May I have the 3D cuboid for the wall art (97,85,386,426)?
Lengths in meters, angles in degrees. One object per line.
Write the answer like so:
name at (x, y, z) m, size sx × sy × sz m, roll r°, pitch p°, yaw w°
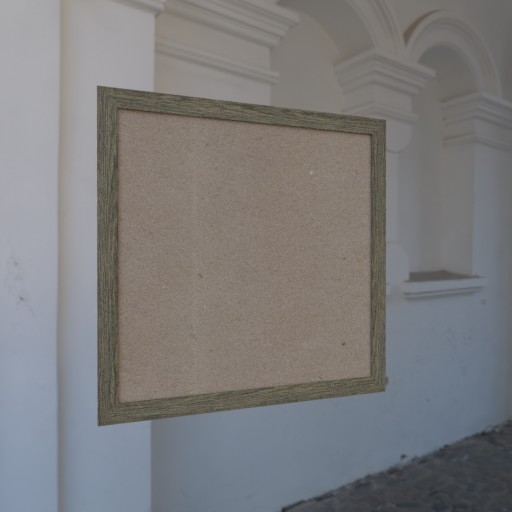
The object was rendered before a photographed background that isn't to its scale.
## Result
wall art at (0.000, 0.000, 0.753) m, size 0.508 × 0.508 × 0.019 m, roll 0°, pitch 0°, yaw -19°
